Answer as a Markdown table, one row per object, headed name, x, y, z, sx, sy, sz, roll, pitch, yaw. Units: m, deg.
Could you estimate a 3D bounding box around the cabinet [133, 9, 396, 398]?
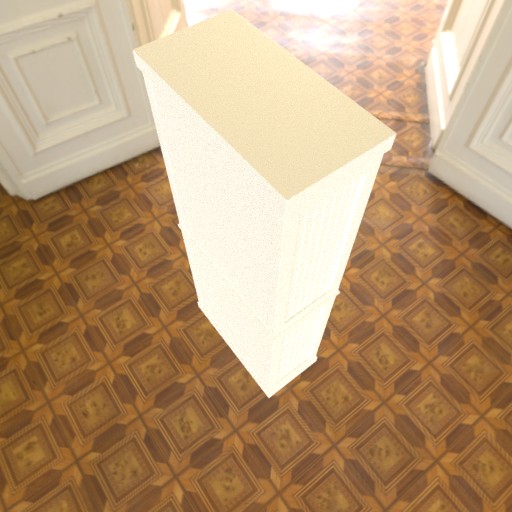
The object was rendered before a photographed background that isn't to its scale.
| name | x | y | z | sx | sy | sz | roll | pitch | yaw |
| --- | --- | --- | --- | --- | --- | --- | --- | --- | --- |
| cabinet | 0.000 | 0.000 | 2.052 | 0.390 | 1.829 | 0.754 | -33 | 64 | -19 |
